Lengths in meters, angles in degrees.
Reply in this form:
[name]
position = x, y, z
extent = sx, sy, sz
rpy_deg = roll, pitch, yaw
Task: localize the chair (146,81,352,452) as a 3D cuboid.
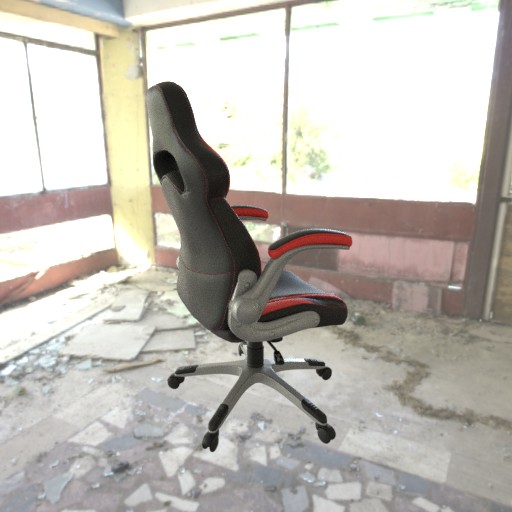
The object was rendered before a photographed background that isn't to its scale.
[chair]
position = 0.000, 0.000, 1.628
extent = 0.712, 1.165, 0.758
rpy_deg = -7, 16, -25
